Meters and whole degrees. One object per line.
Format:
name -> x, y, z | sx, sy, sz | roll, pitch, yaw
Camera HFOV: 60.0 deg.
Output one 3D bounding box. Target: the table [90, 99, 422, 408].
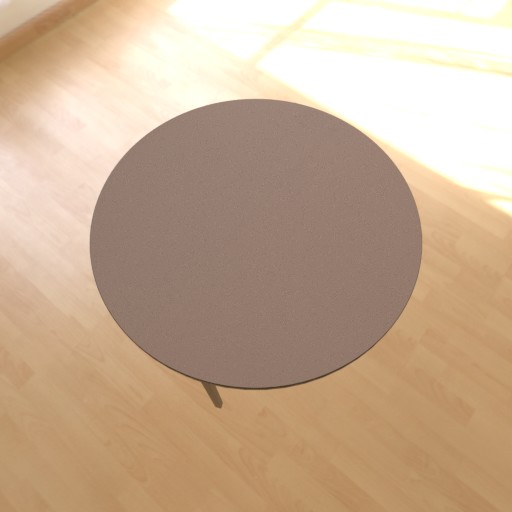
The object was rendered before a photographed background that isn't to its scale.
table -> 0.000, 0.000, 1.255 | 0.800, 0.400, 0.800 | 0, 63, 0
